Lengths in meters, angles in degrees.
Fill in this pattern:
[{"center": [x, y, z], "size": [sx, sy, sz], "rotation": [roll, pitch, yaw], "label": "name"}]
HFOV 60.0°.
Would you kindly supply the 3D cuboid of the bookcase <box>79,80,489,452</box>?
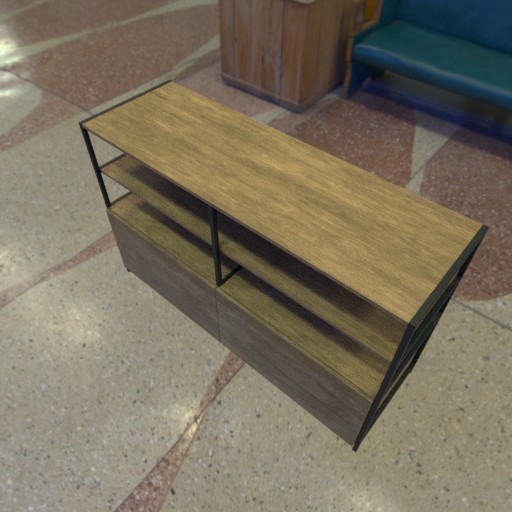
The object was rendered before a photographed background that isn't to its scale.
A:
[{"center": [0.000, 0.000, 1.482], "size": [1.149, 0.712, 0.391], "rotation": [33, 55, 26], "label": "bookcase"}]
